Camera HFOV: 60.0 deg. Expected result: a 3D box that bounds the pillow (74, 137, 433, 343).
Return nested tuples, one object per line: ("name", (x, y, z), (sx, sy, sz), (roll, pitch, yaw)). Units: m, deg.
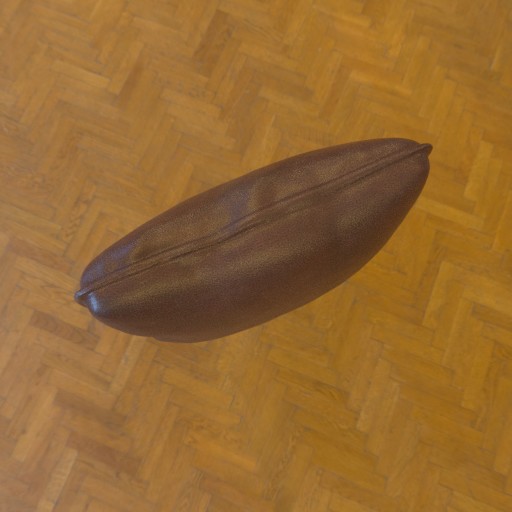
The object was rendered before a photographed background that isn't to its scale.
("pillow", (0.000, 0.000, 0.818), (0.532, 0.523, 0.236), (-23, 79, -5))
